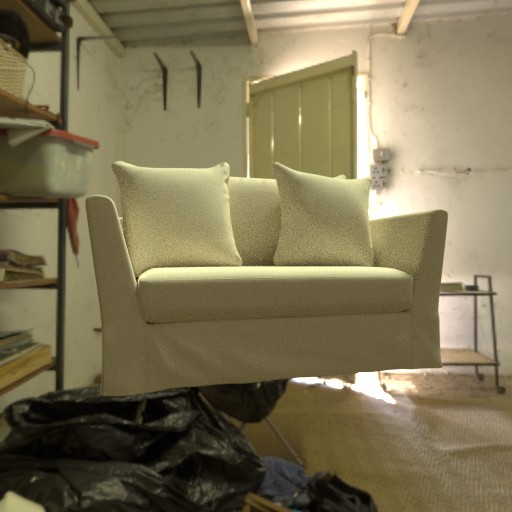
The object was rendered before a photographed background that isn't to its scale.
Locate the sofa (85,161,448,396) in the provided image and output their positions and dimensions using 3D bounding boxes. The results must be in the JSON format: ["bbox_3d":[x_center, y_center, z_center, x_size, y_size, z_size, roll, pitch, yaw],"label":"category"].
[{"bbox_3d":[0.000,0.000,2.309,1.608,1.039,1.026,0,0,-18],"label":"sofa"}]
